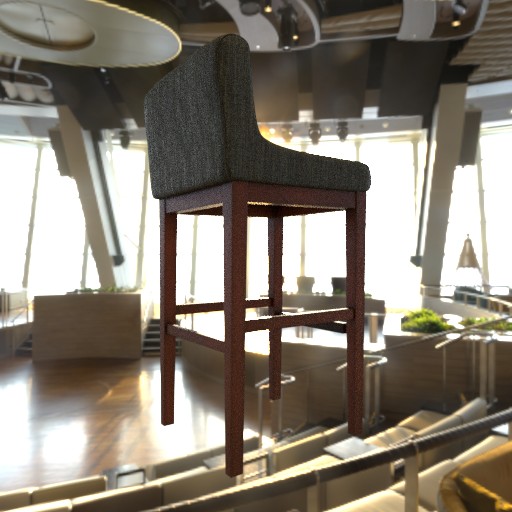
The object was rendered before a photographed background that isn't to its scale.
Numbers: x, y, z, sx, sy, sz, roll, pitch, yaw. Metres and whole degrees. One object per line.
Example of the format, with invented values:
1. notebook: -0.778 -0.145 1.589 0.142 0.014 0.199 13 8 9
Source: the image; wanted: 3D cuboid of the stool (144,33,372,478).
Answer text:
1. stool: 0.000 0.000 1.233 0.499 0.965 0.426 0 0 -35
